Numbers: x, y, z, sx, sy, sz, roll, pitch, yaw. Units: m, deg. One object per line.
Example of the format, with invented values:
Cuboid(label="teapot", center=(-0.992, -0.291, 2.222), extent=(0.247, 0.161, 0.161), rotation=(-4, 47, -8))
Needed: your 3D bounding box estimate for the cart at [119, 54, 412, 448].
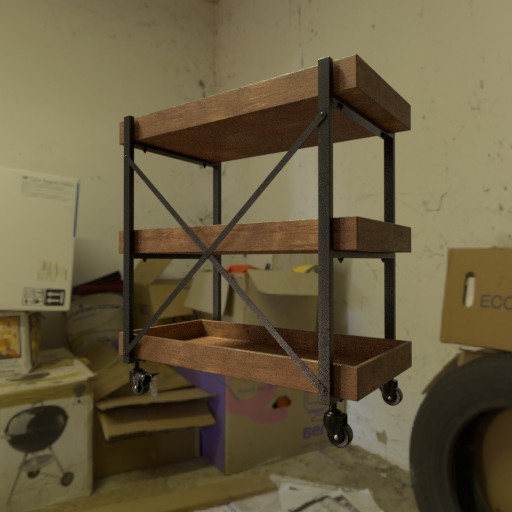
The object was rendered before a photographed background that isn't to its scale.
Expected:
Cuboid(label="cart", center=(0.000, 0.000, 1.242), extent=(0.750, 0.800, 0.411), rotation=(0, -1, 36))
